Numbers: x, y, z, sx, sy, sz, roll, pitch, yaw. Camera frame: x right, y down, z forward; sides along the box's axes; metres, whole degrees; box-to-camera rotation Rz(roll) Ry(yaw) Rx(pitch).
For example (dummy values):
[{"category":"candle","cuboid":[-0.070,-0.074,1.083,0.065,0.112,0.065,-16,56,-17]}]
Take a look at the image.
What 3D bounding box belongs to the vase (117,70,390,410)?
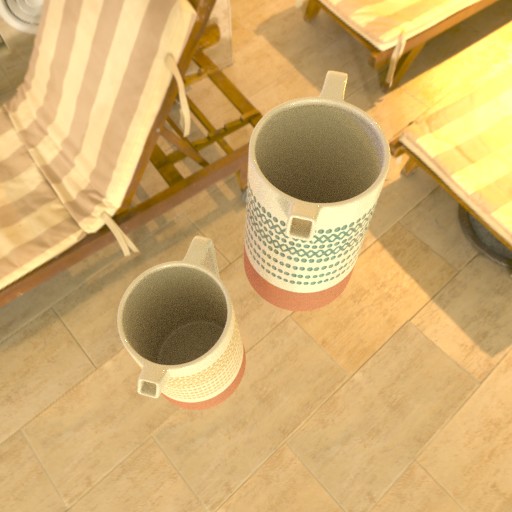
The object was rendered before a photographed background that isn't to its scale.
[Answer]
[{"category":"vase","cuboid":[0.000,0.000,0.468,0.326,0.247,0.168,-33,68,-15]}]
